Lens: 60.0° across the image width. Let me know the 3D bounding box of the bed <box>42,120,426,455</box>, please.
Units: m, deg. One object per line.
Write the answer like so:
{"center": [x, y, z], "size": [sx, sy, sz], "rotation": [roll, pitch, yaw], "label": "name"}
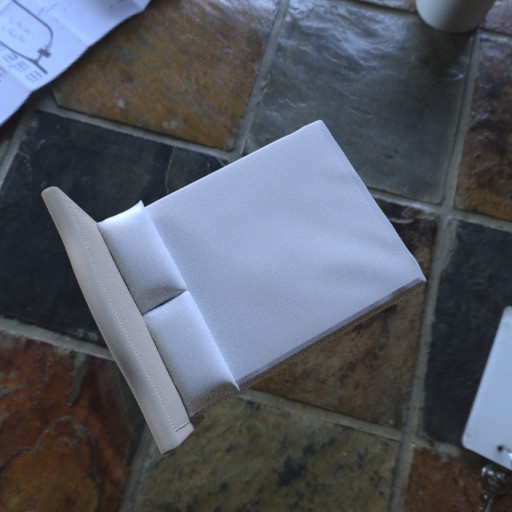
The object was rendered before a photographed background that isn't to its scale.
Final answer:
{"center": [0.000, 0.000, 3.169], "size": [2.052, 1.398, 1.678], "rotation": [-28, 78, -7], "label": "bed"}
